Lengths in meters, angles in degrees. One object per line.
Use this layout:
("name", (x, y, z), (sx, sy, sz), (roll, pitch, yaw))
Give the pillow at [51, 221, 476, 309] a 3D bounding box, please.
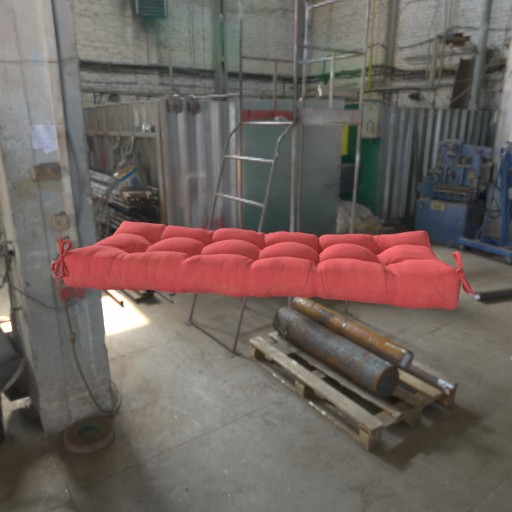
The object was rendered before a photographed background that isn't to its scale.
("pillow", (0.000, 0.000, 1.393), (1.194, 0.174, 0.511), (2, 17, 8))
